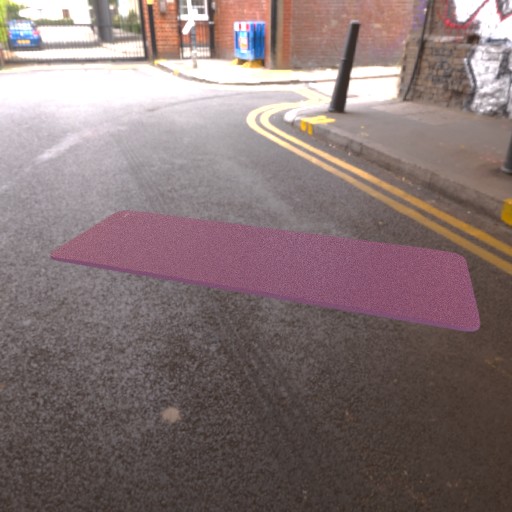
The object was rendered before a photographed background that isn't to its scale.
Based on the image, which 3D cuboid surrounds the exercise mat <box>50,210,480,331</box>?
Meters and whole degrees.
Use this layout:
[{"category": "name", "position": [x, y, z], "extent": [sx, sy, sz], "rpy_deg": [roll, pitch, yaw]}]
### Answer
[{"category": "exercise mat", "position": [0.000, 0.000, 2.071], "extent": [1.869, 0.021, 0.616], "rpy_deg": [8, 29, 16]}]
